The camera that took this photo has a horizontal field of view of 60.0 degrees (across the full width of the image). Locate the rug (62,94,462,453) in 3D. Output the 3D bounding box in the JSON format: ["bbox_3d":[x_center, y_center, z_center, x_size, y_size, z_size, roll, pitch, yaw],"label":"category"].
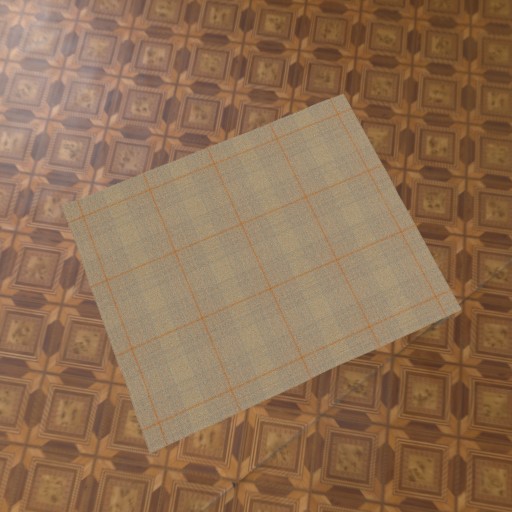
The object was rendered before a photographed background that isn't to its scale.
[{"bbox_3d":[0.000,0.000,4.179,3.051,0.021,2.448,-23,78,-5],"label":"rug"}]
